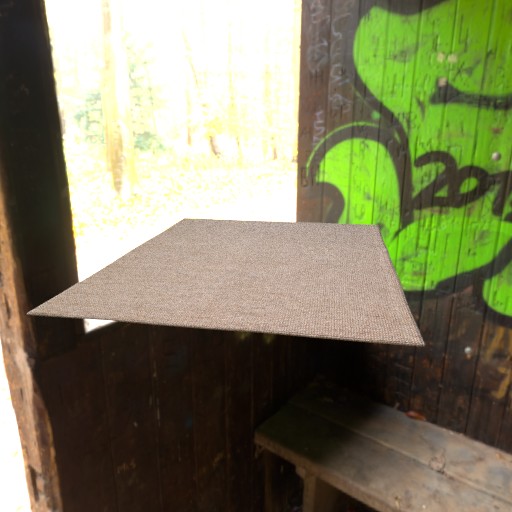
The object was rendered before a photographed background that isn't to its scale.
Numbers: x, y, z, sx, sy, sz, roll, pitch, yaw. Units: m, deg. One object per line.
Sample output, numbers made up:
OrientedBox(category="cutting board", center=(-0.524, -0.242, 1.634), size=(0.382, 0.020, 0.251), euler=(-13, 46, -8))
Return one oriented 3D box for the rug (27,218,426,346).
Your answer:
OrientedBox(category="rug", center=(0.000, 0.000, 4.028), size=(2.406, 0.012, 3.034), euler=(3, 17, 10))
